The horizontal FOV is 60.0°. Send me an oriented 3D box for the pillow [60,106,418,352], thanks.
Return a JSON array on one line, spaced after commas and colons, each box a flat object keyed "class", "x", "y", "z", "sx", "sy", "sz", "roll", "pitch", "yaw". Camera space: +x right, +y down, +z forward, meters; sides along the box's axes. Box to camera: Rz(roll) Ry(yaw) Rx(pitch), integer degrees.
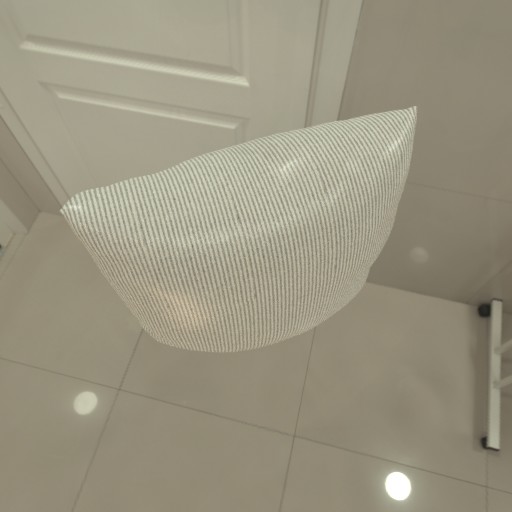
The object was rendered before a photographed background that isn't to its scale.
[{"class": "pillow", "x": 0.000, "y": 0.000, "z": 0.690, "sx": 0.387, "sy": 0.432, "sz": 0.310, "roll": 12, "pitch": 62, "yaw": 7}]
